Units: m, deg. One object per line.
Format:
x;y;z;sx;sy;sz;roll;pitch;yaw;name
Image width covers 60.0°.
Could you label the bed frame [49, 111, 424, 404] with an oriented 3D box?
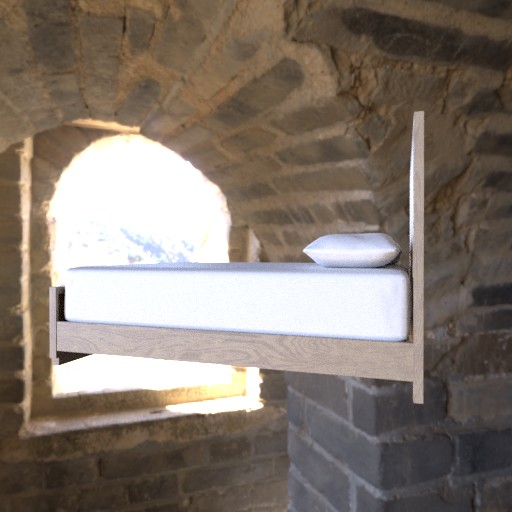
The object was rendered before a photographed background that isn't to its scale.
0.000;0.000;3.179;2.189;1.369;1.606;0;0;18;bed frame
